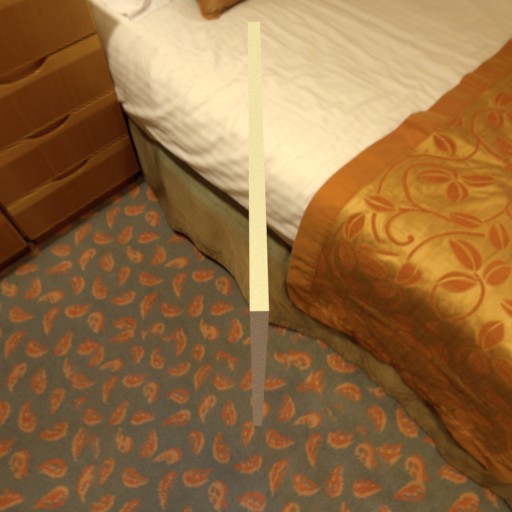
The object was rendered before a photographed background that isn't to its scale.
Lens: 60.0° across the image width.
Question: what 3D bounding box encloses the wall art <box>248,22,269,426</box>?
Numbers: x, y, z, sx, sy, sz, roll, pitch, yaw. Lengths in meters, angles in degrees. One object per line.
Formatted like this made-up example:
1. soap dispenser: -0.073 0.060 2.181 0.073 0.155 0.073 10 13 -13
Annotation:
1. wall art: 0.000 0.000 1.110 0.026 0.811 0.661 -1 59 0
